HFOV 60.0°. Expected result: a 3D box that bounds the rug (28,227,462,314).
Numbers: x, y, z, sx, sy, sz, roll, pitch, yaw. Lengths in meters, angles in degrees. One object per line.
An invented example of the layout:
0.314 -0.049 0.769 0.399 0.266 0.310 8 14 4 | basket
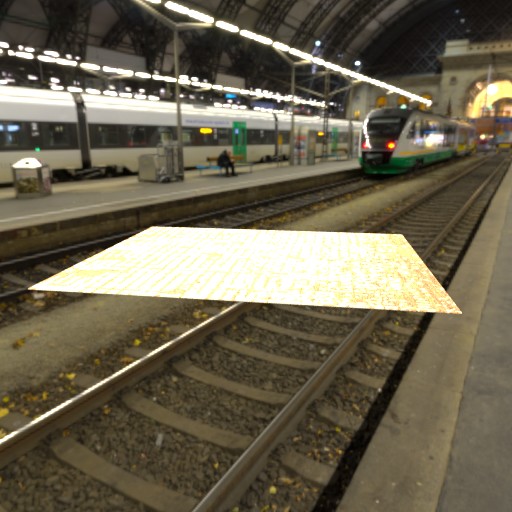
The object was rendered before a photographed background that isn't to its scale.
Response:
0.000 0.000 4.222 3.050 0.011 2.441 2 15 9 | rug
